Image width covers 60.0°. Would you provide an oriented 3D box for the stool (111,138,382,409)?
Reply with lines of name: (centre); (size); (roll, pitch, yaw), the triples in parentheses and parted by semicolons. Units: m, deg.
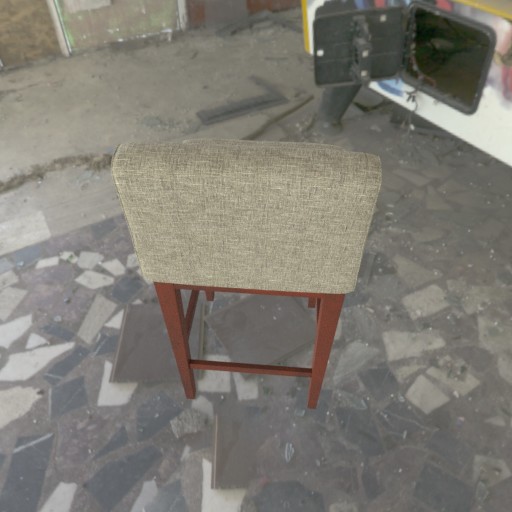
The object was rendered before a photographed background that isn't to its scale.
stool: (0.000, 0.000, 1.101); (0.417, 0.835, 0.459); (3, 46, 3)
